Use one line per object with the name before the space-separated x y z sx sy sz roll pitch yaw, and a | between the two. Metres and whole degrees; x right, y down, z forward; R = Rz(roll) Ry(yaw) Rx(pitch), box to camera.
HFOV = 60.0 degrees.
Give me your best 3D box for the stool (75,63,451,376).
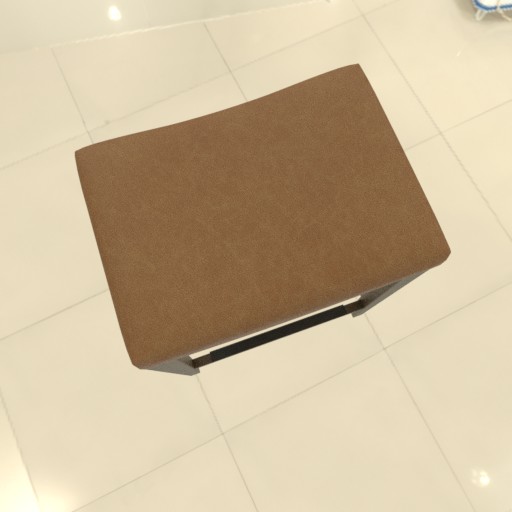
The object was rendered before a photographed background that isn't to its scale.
stool | 0.000 0.000 0.945 0.500 0.660 0.361 -19 77 -5
